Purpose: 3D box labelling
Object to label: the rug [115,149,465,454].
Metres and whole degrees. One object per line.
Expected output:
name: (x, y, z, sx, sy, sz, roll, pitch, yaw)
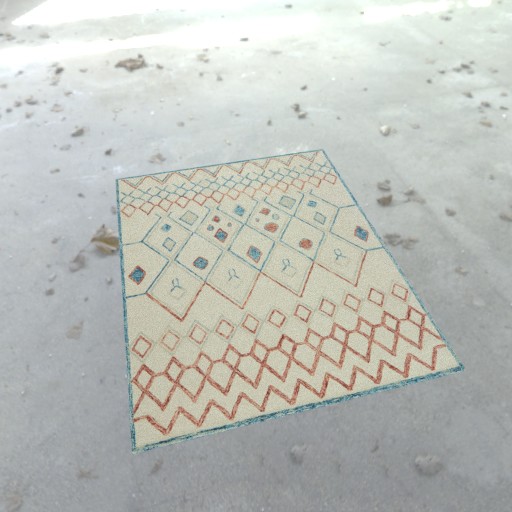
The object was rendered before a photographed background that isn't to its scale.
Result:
rug: (0.000, 0.000, 4.102, 2.441, 0.016, 3.050, -10, 47, -10)
